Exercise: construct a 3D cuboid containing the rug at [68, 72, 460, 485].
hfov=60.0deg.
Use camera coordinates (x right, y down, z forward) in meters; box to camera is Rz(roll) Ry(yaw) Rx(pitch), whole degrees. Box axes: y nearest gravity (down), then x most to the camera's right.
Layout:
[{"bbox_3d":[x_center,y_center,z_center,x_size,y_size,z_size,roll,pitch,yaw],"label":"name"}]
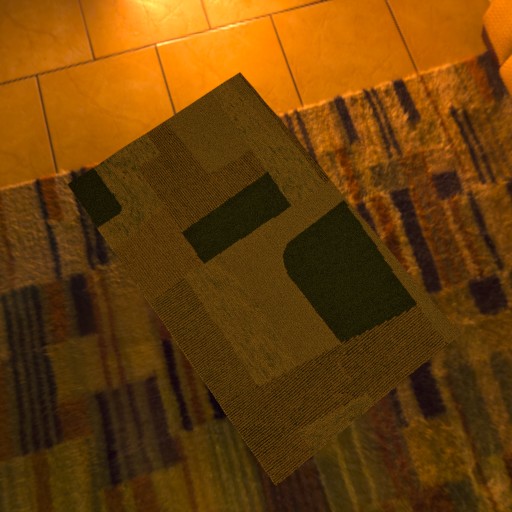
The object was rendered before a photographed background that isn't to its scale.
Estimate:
[{"bbox_3d":[0.000,0.000,3.013,1.521,0.015,2.436,-36,79,-8],"label":"rug"}]
